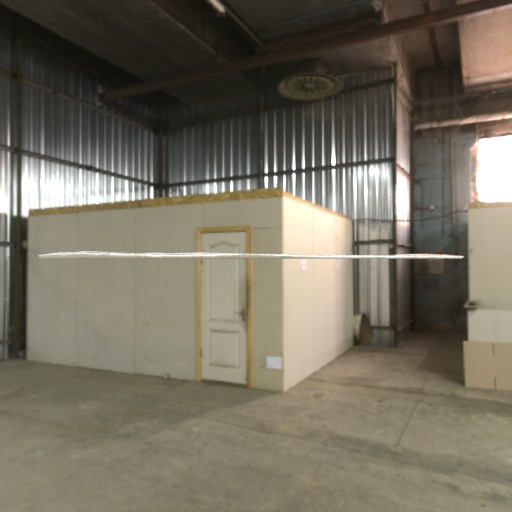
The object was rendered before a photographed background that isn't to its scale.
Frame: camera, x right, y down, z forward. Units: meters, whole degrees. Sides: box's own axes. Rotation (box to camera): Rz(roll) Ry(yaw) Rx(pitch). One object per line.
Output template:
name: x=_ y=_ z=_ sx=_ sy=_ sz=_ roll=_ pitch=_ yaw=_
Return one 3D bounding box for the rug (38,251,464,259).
rug: x=0.000 y=0.000 z=2.990 sx=2.447 sy=0.036 sz=1.537 roll=0 pitch=0 yaw=-35
